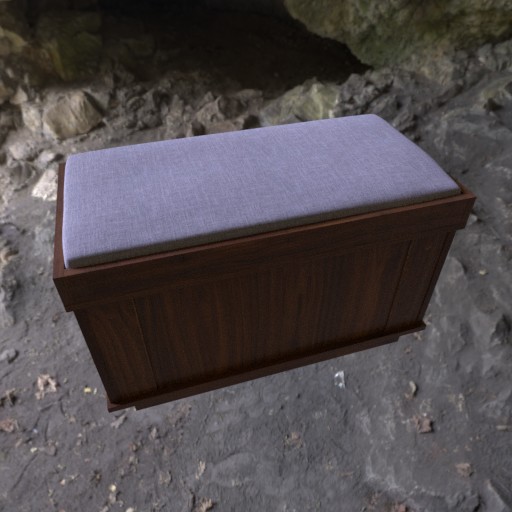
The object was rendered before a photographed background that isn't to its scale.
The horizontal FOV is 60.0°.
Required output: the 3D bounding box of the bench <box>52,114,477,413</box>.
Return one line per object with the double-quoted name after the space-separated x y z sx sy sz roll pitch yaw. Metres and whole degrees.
0.000 0.000 0.992 0.734 0.461 0.362 -11 43 -13 "bench"
